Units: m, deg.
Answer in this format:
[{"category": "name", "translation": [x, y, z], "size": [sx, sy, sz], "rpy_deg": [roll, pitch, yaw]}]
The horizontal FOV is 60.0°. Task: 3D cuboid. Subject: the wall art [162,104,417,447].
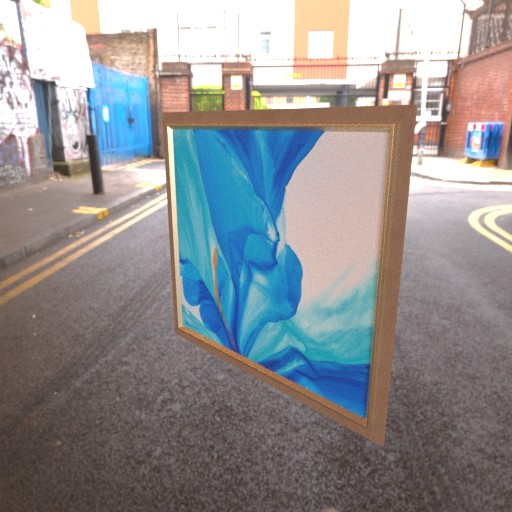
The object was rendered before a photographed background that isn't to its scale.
[{"category": "wall art", "translation": [0.000, 0.000, 1.699], "size": [1.168, 1.067, 0.025], "rpy_deg": [16, 23, 43]}]
